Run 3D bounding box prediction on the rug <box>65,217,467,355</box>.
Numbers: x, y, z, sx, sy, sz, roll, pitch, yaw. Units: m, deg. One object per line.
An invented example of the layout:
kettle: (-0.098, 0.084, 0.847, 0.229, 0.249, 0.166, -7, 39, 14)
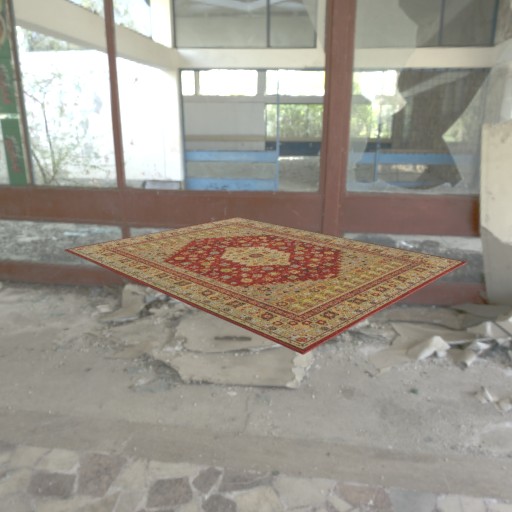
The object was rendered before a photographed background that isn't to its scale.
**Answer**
rug: (0.000, 0.000, 4.238, 3.053, 0.013, 2.387, 15, 22, 42)
